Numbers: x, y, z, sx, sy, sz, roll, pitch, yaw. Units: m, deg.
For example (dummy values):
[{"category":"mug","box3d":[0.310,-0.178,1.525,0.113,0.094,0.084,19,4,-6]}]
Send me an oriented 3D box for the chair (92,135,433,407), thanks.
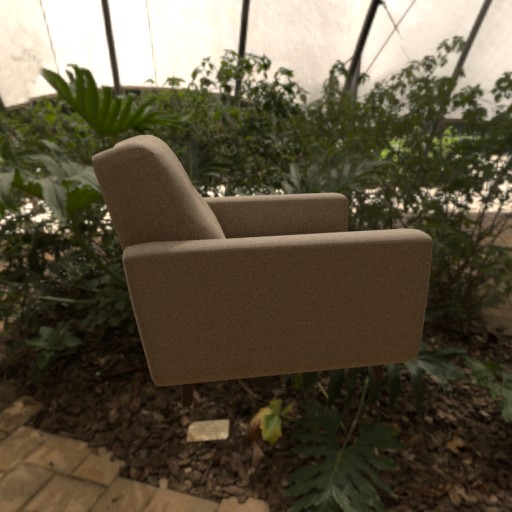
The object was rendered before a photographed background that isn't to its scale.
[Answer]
[{"category":"chair","box3d":[0.000,0.000,1.856,1.128,0.965,0.897,-3,18,-10]}]
